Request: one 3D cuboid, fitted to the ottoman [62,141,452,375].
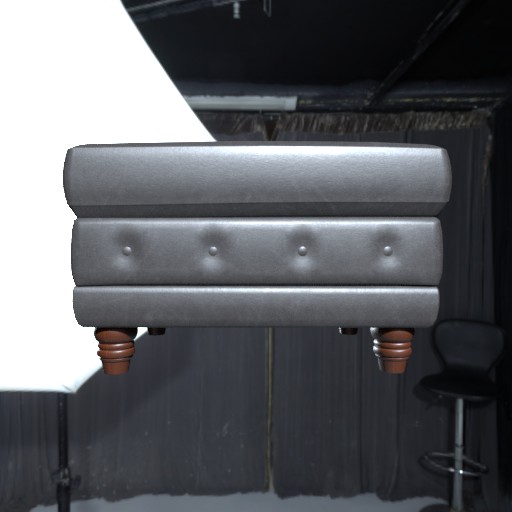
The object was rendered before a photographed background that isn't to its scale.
[{"bbox_3d":[0.000,0.000,1.178,0.795,0.498,0.590,0,1,-1],"label":"ottoman"}]
